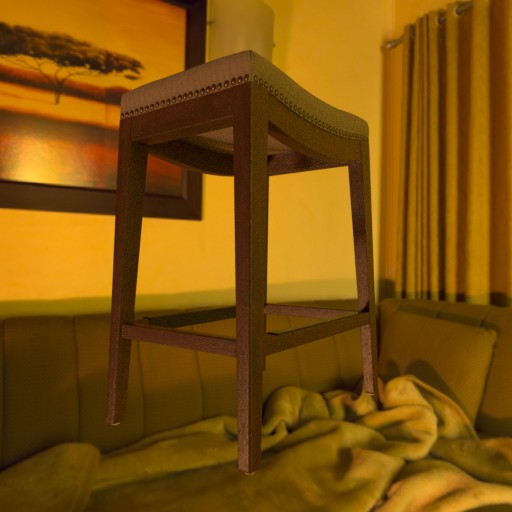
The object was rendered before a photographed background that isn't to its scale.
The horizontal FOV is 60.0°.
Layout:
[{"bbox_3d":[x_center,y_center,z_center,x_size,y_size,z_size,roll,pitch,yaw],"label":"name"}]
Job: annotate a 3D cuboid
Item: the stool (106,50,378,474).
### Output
[{"bbox_3d":[0.000,0.000,0.967,0.356,0.660,0.508,0,0,37],"label":"stool"}]
